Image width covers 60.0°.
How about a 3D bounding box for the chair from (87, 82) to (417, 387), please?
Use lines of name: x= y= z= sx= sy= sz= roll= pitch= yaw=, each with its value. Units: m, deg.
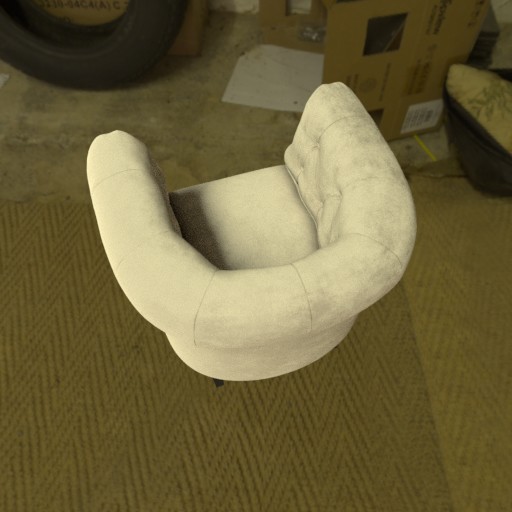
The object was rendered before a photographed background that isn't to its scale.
chair: x=0.000 y=0.000 z=1.556 sx=0.904 sy=0.826 sz=0.851 roll=-16 pitch=60 yaw=-10
